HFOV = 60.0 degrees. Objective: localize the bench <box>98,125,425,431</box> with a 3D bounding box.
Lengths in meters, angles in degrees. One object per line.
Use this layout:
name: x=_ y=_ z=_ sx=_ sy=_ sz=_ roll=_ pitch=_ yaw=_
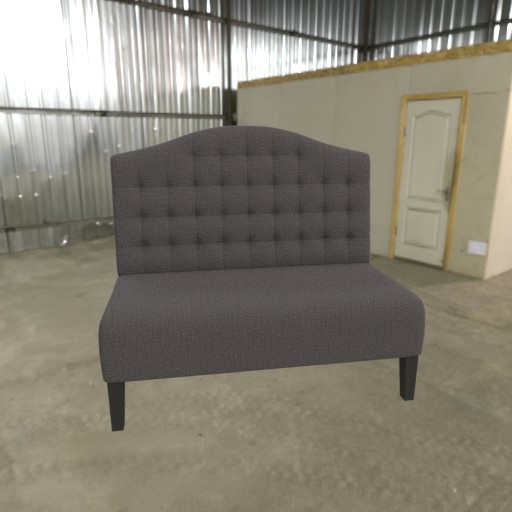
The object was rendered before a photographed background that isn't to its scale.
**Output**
bench: x=0.000 y=0.000 z=2.076 sx=1.335 sy=1.180 sz=0.815 roll=-3 pitch=16 yaw=-9
